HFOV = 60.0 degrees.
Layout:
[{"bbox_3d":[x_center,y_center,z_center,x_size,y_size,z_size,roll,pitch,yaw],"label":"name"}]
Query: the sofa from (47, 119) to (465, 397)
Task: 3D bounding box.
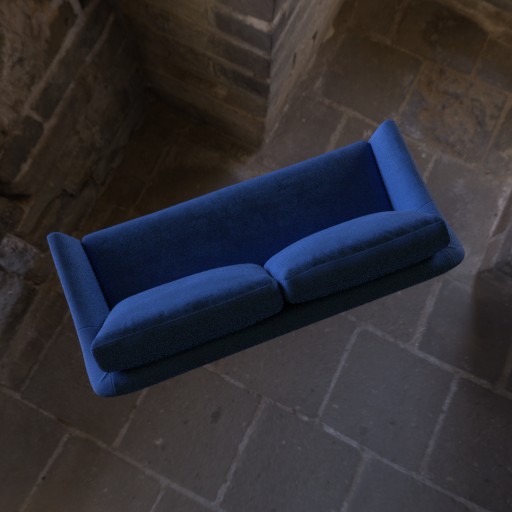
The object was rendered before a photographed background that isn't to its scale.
[{"bbox_3d":[0.000,0.000,2.470,2.036,0.903,0.960,-20,76,-5],"label":"sofa"}]
